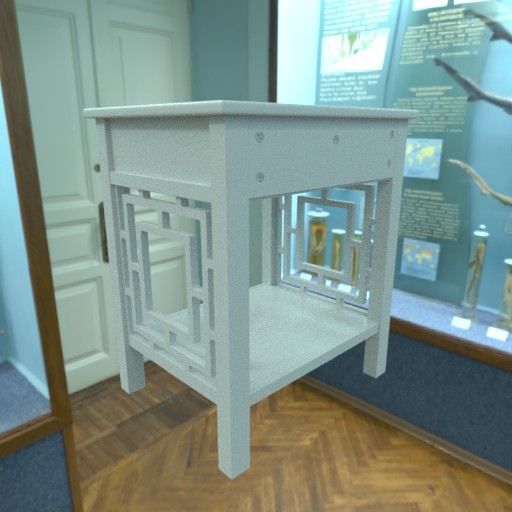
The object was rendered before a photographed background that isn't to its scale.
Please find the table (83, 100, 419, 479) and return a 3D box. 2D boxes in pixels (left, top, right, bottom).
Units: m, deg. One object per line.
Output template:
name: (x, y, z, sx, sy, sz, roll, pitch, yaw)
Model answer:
table: (0.000, 0.000, 1.029, 0.564, 0.646, 0.451, -15, 22, -42)
